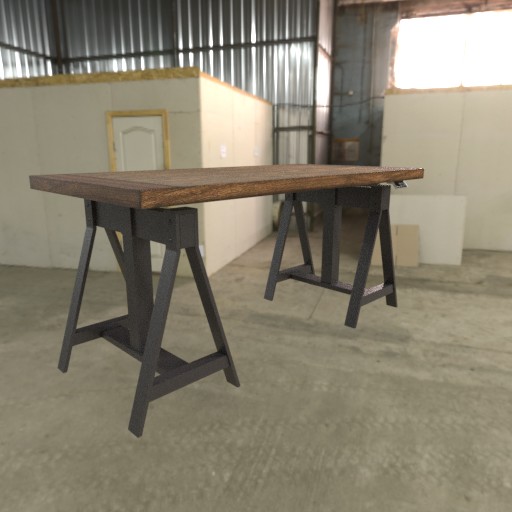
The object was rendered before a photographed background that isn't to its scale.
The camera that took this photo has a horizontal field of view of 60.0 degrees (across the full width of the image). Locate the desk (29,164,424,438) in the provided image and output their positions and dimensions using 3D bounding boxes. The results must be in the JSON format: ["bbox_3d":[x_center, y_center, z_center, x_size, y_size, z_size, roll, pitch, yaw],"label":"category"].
[{"bbox_3d":[0.000,0.000,1.932,1.543,0.725,0.784,-13,19,-43],"label":"desk"}]
